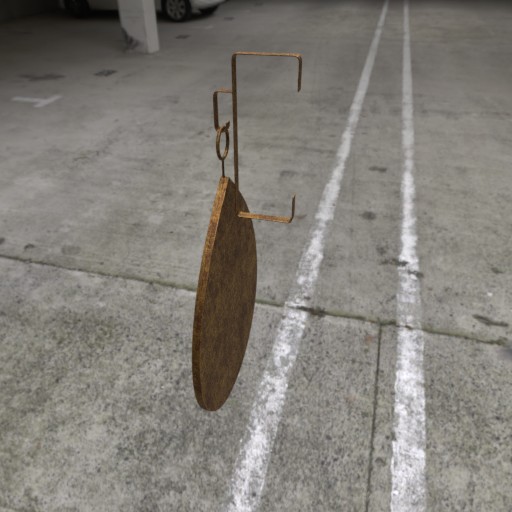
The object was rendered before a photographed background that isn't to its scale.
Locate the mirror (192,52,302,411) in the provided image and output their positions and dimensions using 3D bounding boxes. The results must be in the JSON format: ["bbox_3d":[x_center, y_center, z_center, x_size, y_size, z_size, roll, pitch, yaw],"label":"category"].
[{"bbox_3d":[0.000,0.000,0.888,0.144,0.744,0.405,8,33,13],"label":"mirror"}]
